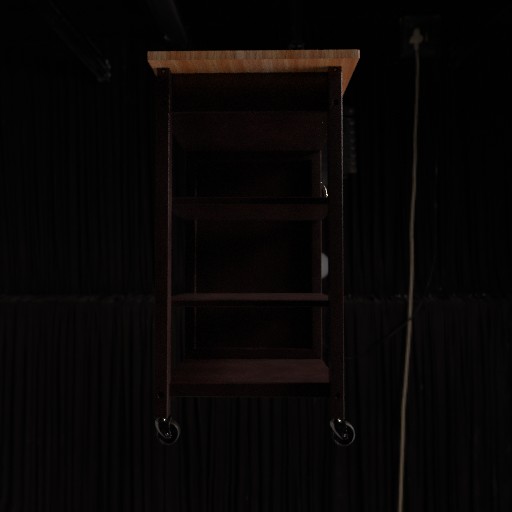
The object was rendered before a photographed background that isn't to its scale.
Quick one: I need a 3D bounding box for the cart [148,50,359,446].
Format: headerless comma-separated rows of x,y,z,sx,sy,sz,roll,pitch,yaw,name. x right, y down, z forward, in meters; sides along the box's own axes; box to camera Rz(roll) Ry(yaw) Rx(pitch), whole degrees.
0.000,0.000,1.422,0.472,0.878,0.914,0,-2,1,cart
